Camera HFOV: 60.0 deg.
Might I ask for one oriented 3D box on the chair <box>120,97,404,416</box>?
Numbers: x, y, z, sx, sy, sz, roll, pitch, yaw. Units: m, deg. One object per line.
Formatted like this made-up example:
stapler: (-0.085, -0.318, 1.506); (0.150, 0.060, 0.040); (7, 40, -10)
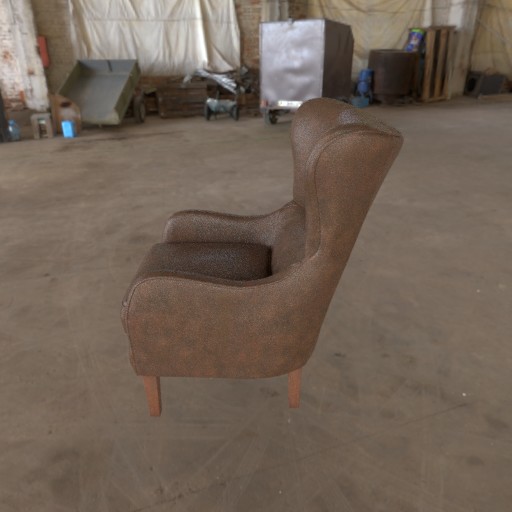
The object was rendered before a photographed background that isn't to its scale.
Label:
chair: (0.000, 0.000, 1.640); (0.914, 1.048, 0.692); (0, 26, 1)
